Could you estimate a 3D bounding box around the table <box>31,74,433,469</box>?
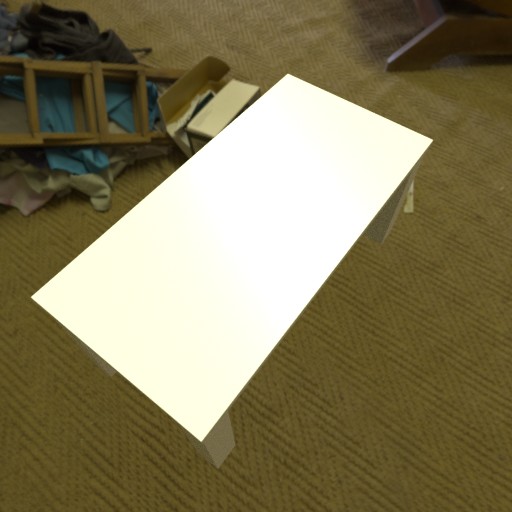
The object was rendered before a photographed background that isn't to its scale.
[{"bbox_3d":[0.000,0.000,2.345,0.900,0.790,1.800,32,63,19],"label":"table"}]
